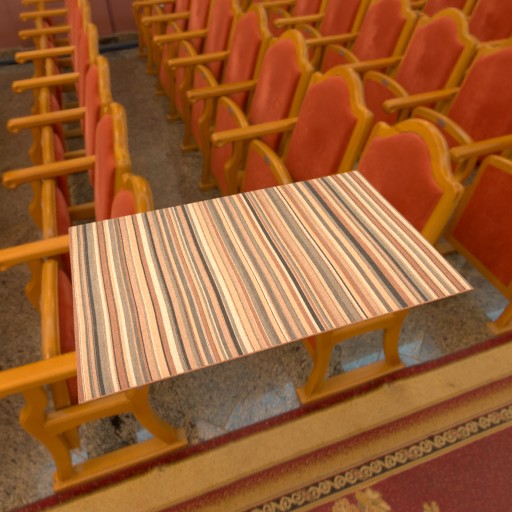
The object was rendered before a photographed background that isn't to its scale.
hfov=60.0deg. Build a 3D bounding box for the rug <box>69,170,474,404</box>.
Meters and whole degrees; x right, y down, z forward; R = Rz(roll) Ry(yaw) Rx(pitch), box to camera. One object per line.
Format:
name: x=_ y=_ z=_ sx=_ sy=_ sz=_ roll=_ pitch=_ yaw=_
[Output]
rug: x=0.000 y=0.000 z=3.080 sx=2.438 sy=0.014 sz=1.523 roll=-13 pitch=44 yaw=-14
